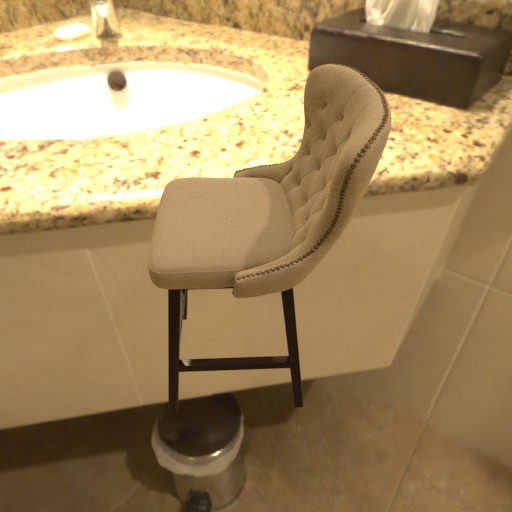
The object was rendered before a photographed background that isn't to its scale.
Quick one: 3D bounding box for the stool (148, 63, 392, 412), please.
[{"bbox_3d":[0.000,0.000,1.308,0.593,0.971,0.528,-2,41,-2],"label":"stool"}]
